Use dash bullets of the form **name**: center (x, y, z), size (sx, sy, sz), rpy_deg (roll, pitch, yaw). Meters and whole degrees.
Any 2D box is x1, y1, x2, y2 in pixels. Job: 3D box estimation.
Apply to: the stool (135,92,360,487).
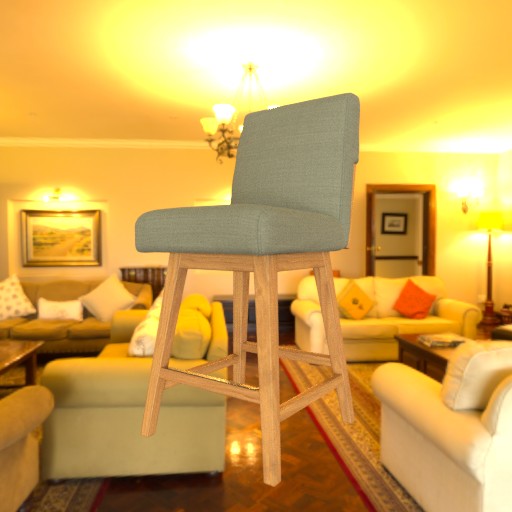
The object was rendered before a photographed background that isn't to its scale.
- **stool**: center (0.000, 0.000, 1.314), size (0.459, 1.019, 0.570), rpy_deg (1, 3, 36)
